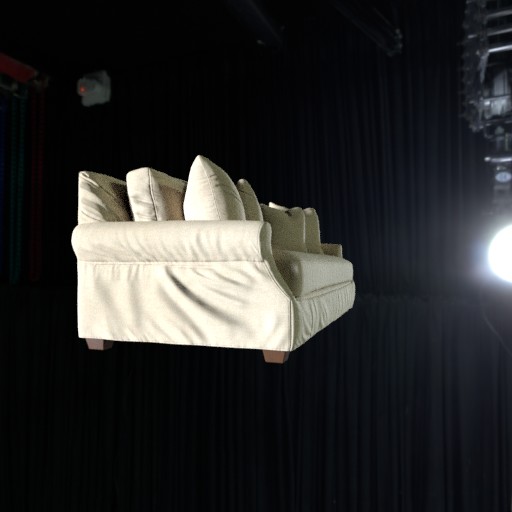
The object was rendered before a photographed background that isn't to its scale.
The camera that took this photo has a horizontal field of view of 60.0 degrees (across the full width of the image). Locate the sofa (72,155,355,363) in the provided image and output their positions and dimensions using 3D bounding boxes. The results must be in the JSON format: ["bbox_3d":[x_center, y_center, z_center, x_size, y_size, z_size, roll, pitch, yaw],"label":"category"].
[{"bbox_3d":[0.000,0.000,2.909,1.067,0.904,2.285,0,-1,19],"label":"sofa"}]
